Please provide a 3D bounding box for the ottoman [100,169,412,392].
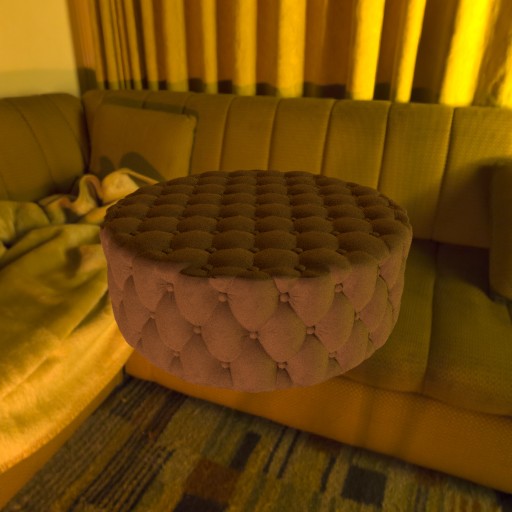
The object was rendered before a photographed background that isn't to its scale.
[{"bbox_3d":[0.000,0.000,1.538,0.998,0.399,0.998,0,26,0],"label":"ottoman"}]
